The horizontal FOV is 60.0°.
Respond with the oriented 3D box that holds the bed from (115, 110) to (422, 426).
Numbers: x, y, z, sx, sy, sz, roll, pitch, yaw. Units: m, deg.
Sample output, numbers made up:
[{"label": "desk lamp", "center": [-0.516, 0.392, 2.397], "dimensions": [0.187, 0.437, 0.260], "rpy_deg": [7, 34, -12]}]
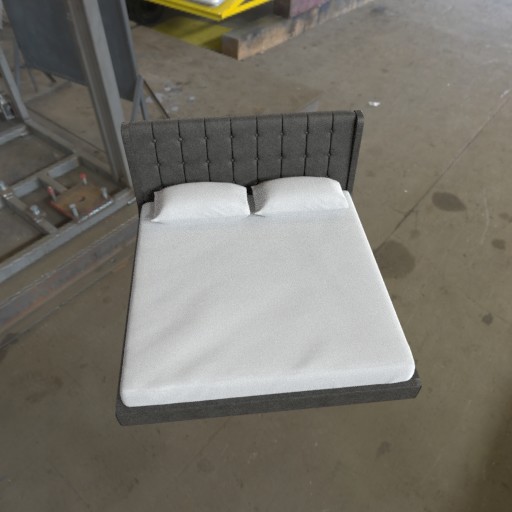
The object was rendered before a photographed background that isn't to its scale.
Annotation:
[{"label": "bed", "center": [0.000, 0.000, 3.238], "dimensions": [1.903, 1.158, 2.031], "rpy_deg": [-4, 47, -4]}]
